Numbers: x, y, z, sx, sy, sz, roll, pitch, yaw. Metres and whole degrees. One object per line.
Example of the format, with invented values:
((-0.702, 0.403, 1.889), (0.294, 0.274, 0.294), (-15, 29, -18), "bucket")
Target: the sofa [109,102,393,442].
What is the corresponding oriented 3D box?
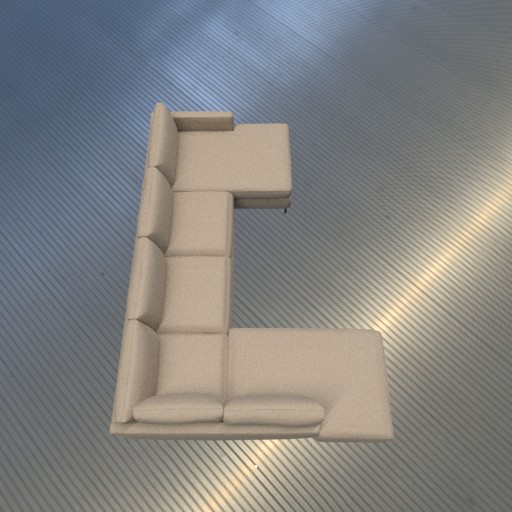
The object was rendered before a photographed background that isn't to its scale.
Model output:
((0.000, 0.000, 3.546), (1.879, 0.756, 2.737), (0, 65, 0), "sofa")
